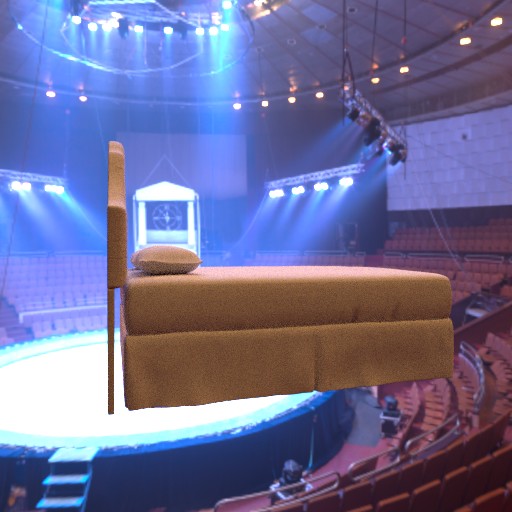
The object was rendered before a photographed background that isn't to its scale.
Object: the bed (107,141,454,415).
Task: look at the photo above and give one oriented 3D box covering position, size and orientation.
[{"bbox_3d":[0.000,0.000,3.519,2.214,1.615,2.008,0,0,-18],"label":"bed"}]
